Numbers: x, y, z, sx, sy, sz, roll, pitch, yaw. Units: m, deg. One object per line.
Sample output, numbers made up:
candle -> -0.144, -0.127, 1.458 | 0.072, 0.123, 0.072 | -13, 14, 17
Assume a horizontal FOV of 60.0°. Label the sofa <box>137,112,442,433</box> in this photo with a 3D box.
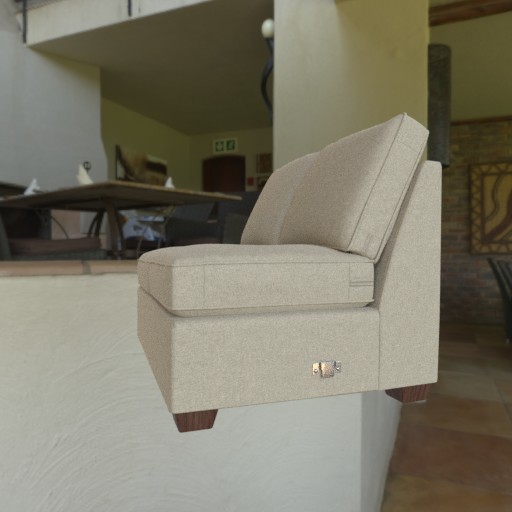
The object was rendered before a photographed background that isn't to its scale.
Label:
sofa -> 0.000, 0.000, 1.963 | 0.951, 1.008, 1.237 | 0, 1, -19
